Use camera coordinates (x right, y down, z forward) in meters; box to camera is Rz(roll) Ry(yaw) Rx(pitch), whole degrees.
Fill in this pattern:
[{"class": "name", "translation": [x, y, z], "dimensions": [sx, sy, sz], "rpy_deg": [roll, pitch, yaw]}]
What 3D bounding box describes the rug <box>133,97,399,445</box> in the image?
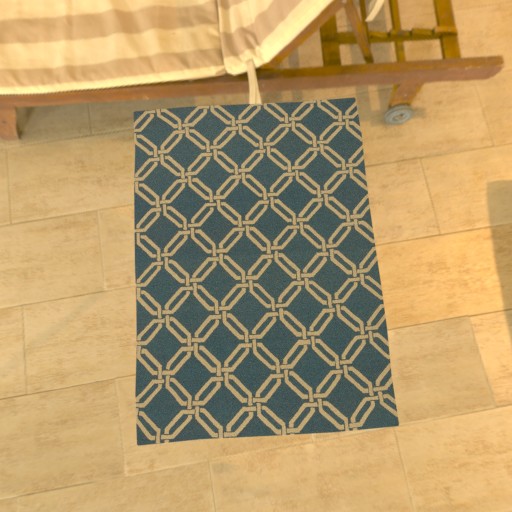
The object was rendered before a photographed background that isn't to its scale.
[{"class": "rug", "translation": [0.000, 0.000, 2.774], "dimensions": [1.524, 0.013, 2.135], "rpy_deg": [-4, 77, -1]}]
